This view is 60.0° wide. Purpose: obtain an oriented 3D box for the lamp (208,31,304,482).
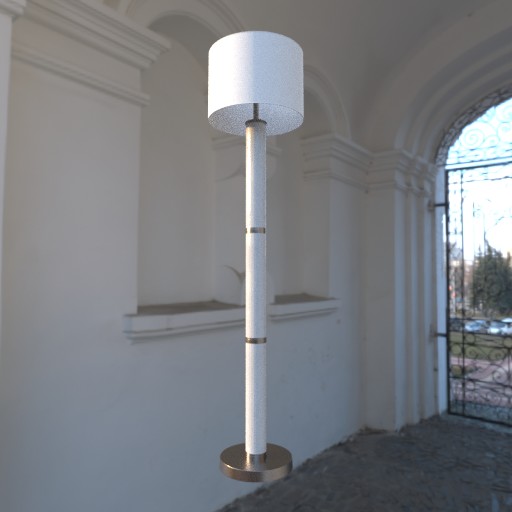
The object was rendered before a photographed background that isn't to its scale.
[{"bbox_3d":[0.000,0.000,1.728,0.377,1.599,0.377,2,-3,-36],"label":"lamp"}]
